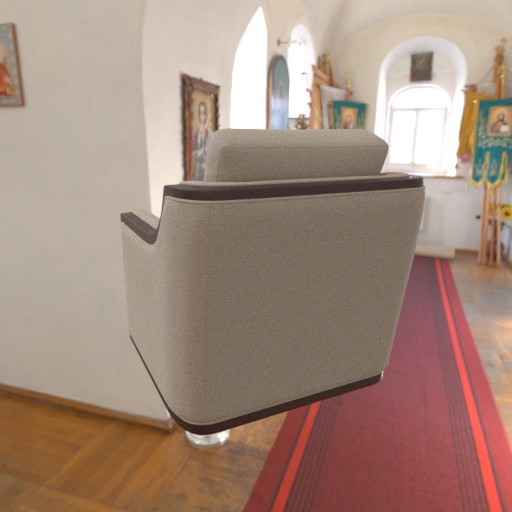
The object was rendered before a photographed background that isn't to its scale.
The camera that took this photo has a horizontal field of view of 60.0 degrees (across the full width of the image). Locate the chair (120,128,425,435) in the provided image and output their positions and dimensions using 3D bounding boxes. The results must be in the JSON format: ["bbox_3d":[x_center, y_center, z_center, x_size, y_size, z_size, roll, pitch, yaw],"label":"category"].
[{"bbox_3d":[0.000,0.000,1.697,0.870,0.930,0.950,-7,17,-26],"label":"chair"}]
